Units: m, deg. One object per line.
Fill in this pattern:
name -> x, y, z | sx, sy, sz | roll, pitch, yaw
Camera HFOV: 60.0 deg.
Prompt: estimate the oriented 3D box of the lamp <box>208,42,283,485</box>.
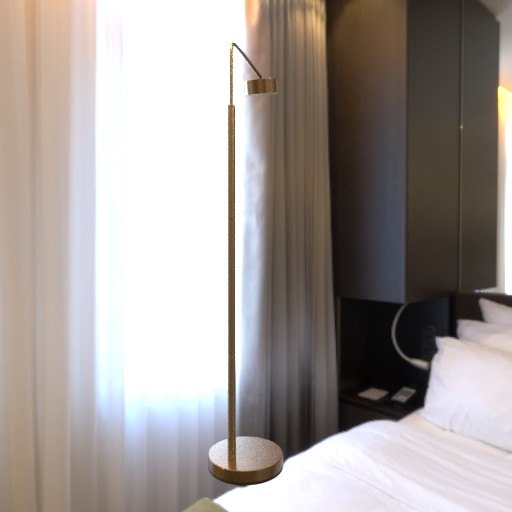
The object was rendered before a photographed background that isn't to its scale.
lamp -> 0.000, 0.000, 1.385 | 0.219, 1.230, 0.418 | 0, 1, 18
